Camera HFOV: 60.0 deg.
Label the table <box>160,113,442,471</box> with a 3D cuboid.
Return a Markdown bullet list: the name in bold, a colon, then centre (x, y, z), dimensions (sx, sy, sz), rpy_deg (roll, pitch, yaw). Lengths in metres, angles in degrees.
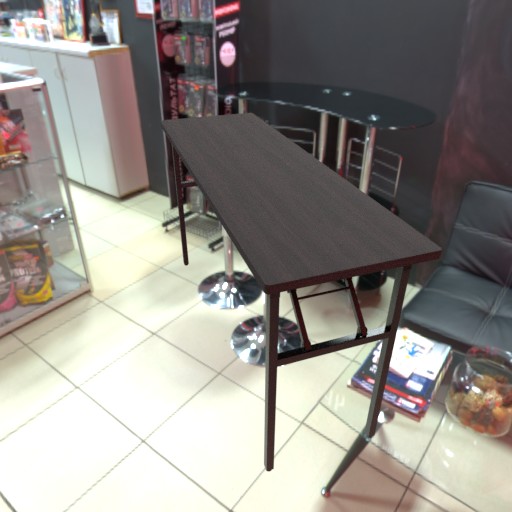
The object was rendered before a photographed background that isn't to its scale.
- **table**: centre (0.000, 0.000, 1.741), dimensions (0.449, 0.750, 1.399), rpy_deg (-10, 33, -16)
